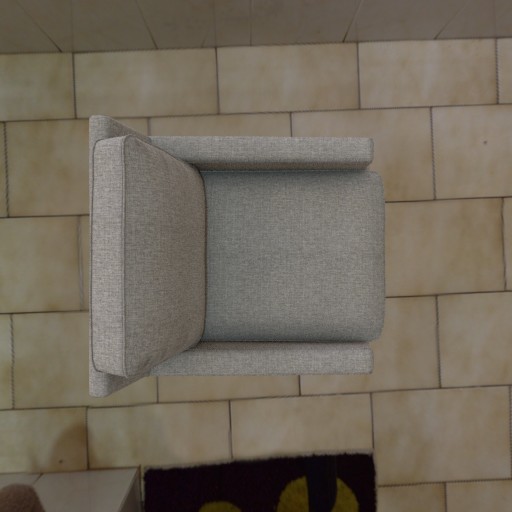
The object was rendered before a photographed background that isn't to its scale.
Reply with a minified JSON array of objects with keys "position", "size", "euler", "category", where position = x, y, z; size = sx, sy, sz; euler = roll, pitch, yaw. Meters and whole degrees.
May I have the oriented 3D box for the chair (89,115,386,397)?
[{"position":[0.000,0.000,1.660],"size":[1.014,0.943,0.853],"euler":[0,90,-1],"category":"chair"}]
